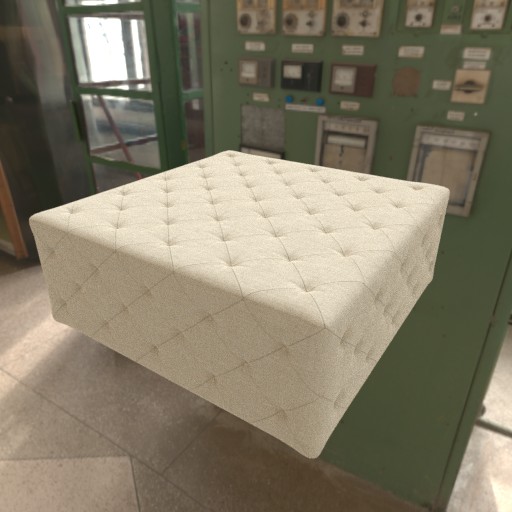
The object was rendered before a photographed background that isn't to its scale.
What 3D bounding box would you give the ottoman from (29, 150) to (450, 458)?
[{"bbox_3d":[0.000,0.000,1.575,1.028,0.439,1.028,17,32,30],"label":"ottoman"}]
